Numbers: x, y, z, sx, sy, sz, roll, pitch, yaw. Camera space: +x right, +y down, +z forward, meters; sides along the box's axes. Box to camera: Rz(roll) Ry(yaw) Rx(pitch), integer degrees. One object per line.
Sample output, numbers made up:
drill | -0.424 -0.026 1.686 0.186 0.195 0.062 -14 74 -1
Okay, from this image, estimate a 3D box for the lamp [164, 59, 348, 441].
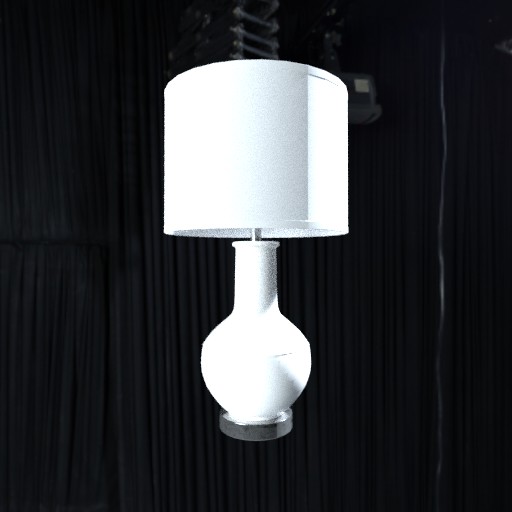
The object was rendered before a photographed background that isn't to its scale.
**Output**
lamp | 0.000 0.000 0.878 0.357 0.673 0.357 0 0 -16
